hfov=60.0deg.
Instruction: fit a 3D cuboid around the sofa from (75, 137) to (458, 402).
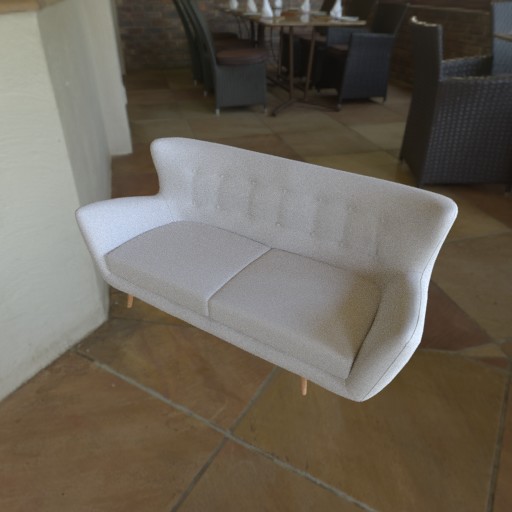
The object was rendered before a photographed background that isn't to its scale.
[{"bbox_3d":[0.000,0.000,2.433,1.930,0.890,0.899,19,37,28],"label":"sofa"}]
